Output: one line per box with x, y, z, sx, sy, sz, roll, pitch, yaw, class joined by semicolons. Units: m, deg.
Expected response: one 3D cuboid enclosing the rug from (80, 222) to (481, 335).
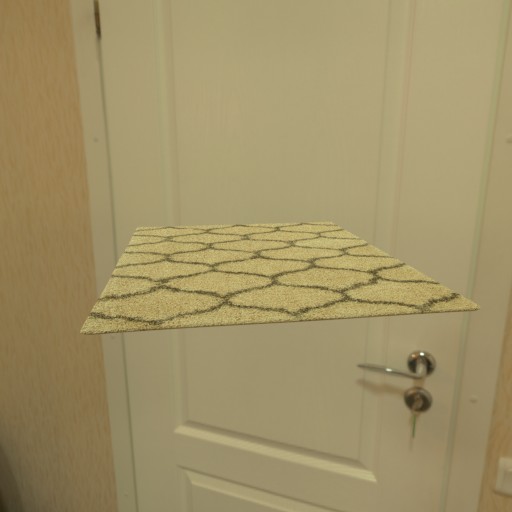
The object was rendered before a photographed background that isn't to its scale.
0.000;0.000;4.006;2.399;0.026;3.000;-2;15;-8;rug
